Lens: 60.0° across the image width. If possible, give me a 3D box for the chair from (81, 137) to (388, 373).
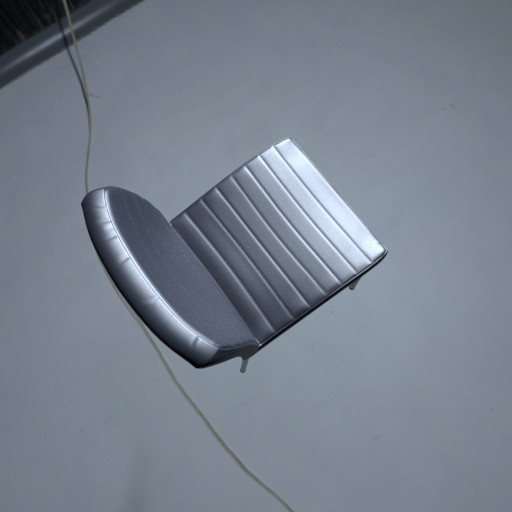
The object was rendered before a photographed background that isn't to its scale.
[{"bbox_3d":[0.000,0.000,1.196,0.572,0.872,0.450,-36,78,-9],"label":"chair"}]
